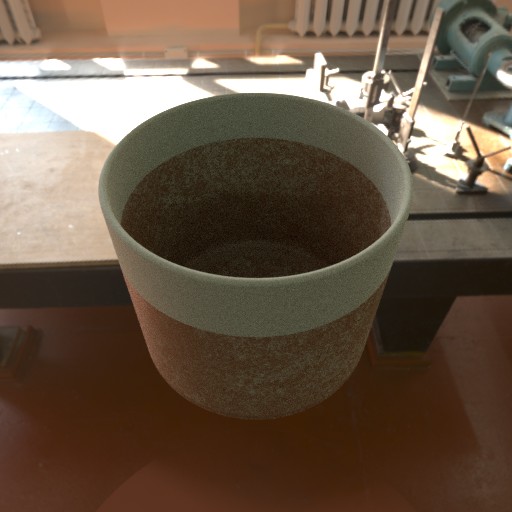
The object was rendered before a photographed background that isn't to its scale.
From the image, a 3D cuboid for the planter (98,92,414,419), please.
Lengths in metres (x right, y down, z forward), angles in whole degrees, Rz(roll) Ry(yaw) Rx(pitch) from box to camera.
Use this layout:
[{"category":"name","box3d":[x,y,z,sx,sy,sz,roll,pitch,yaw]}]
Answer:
[{"category":"planter","box3d":[0.000,0.000,0.278,0.159,0.138,0.159,0,47,0]}]
